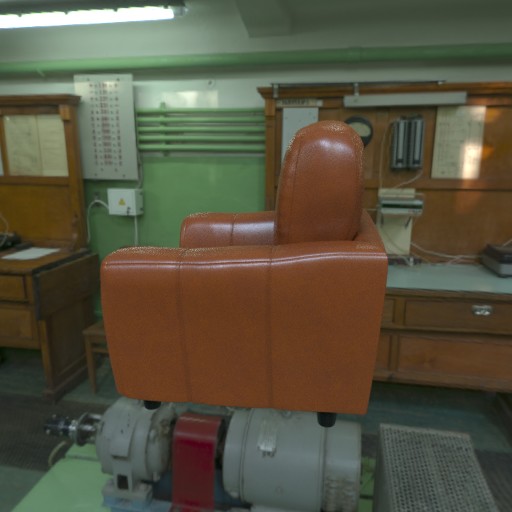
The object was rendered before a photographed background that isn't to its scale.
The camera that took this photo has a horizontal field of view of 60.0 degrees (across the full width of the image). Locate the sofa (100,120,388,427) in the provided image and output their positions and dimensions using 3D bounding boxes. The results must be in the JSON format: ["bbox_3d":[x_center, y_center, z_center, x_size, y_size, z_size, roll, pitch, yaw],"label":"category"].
[{"bbox_3d":[0.000,0.000,1.534,0.789,0.876,0.836,2,14,9],"label":"sofa"}]
